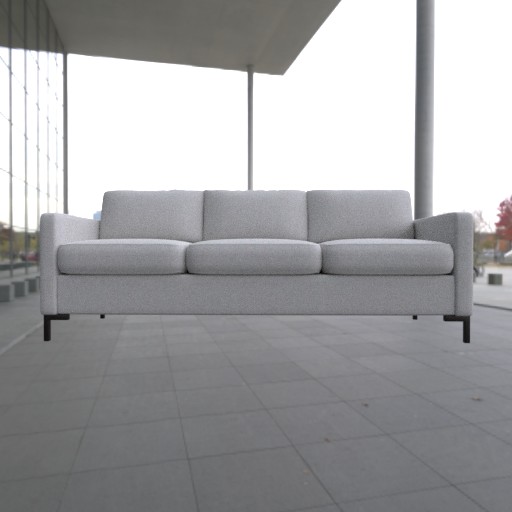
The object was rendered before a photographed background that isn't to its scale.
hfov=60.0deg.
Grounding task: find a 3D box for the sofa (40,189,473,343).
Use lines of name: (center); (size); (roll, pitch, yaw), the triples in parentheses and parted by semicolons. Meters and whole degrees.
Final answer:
sofa: (0.000, 0.000, 2.656); (2.218, 0.874, 0.859); (0, 1, 1)
